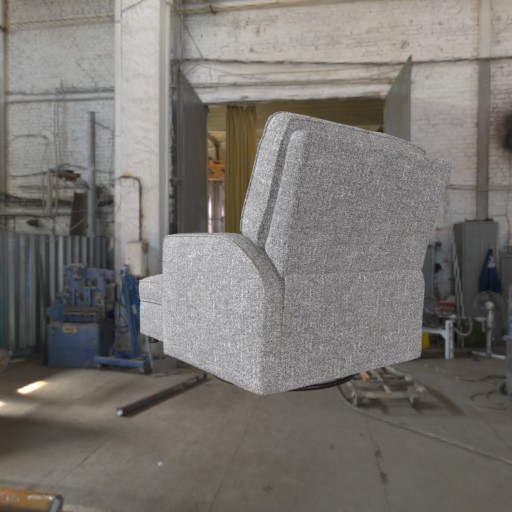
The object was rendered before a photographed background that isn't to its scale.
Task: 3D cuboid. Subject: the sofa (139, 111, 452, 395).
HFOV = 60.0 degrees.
[{"bbox_3d":[0.000,0.000,2.031,0.861,0.959,1.472,-1,1,-37],"label":"sofa"}]
